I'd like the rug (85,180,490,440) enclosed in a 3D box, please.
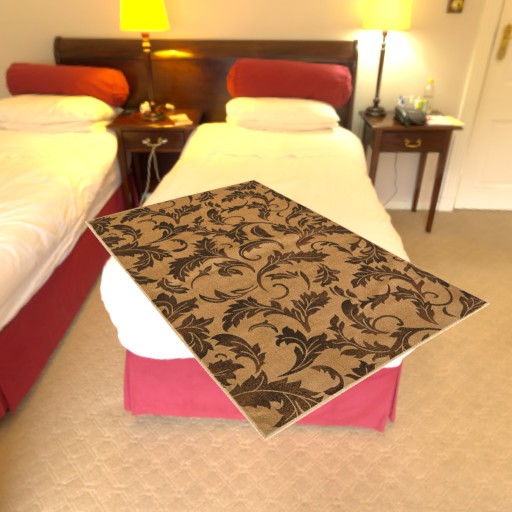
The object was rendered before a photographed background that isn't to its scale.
[{"bbox_3d":[0.000,0.000,2.847,1.522,0.008,2.284,-19,36,-29],"label":"rug"}]
